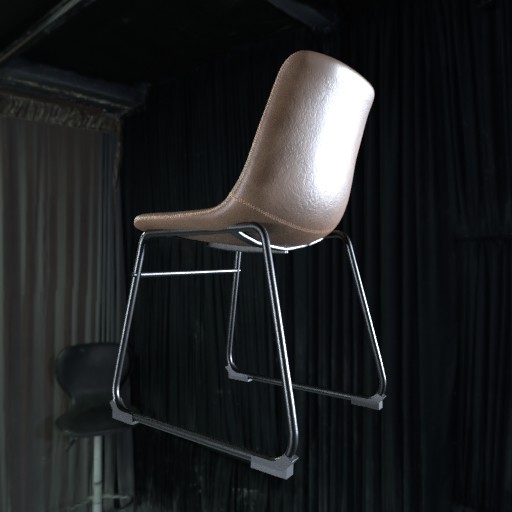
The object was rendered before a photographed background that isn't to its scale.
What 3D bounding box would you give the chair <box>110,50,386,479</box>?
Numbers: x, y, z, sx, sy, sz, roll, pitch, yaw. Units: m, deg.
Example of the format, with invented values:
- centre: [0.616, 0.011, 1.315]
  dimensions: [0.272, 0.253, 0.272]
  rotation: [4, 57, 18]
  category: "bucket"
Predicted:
- centre: [0.000, 0.000, 1.096]
  dimensions: [0.551, 0.780, 0.460]
  rotation: [0, 0, 37]
  category: "chair"
